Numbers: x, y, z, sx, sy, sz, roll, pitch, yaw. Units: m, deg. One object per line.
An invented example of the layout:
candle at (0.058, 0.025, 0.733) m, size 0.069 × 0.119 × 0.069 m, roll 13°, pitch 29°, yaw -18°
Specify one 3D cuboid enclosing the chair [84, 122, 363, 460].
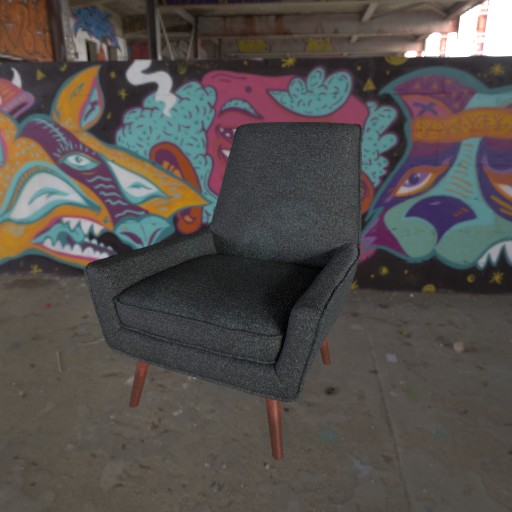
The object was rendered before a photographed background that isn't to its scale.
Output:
chair at (0.000, 0.000, 1.525) m, size 0.763 × 0.883 × 0.859 m, roll 8°, pitch 19°, yaw 26°
